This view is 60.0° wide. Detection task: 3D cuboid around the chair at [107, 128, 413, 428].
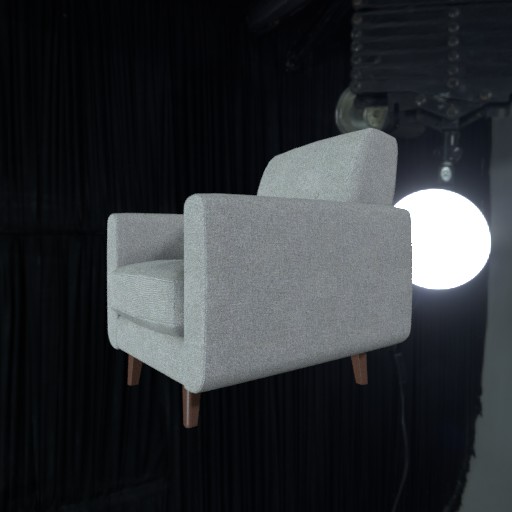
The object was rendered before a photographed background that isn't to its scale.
[{"bbox_3d":[0.000,0.000,1.699,0.942,0.968,0.845,0,1,-35],"label":"chair"}]
